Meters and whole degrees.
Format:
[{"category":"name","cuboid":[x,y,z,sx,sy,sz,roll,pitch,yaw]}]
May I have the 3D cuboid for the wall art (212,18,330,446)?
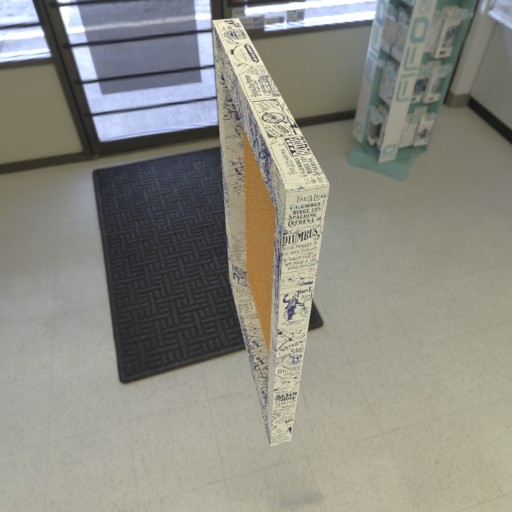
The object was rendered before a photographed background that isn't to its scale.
[{"category":"wall art","cuboid":[0.000,0.000,0.739,0.040,0.601,0.408,-9,48,-9]}]
